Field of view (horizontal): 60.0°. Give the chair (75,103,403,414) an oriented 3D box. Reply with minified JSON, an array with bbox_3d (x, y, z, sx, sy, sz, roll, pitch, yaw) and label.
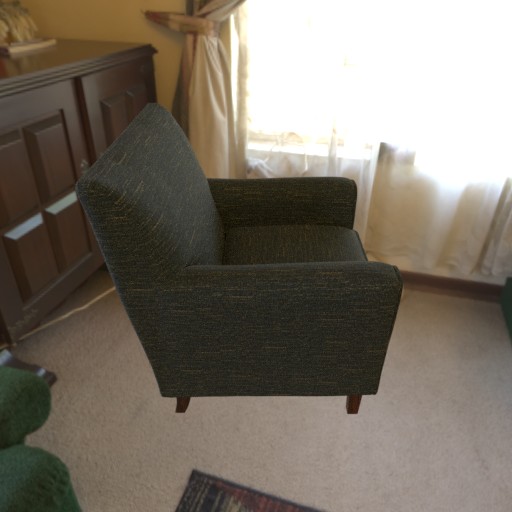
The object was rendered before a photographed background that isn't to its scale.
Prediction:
[{"bbox_3d":[0.000,0.000,1.656,0.873,0.928,0.864,0,32,0],"label":"chair"}]
